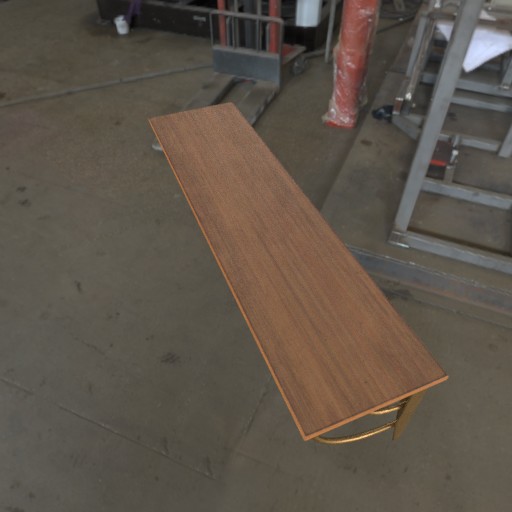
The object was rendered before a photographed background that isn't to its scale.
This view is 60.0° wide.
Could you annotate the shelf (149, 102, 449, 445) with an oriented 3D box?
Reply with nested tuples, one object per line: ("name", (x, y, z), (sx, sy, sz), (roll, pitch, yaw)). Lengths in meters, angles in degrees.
("shelf", (0.000, 0.000, 0.705), (0.166, 0.190, 0.636), (-17, 48, -15))
